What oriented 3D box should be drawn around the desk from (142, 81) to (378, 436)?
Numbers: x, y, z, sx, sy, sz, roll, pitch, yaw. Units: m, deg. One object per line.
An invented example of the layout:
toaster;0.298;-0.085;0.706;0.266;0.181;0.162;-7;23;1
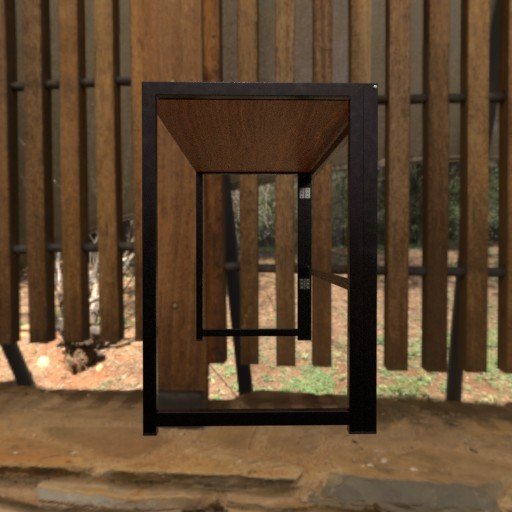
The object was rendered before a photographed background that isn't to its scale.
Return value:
desk;0.000;0.000;1.462;0.508;0.762;1.016;0;1;-1
